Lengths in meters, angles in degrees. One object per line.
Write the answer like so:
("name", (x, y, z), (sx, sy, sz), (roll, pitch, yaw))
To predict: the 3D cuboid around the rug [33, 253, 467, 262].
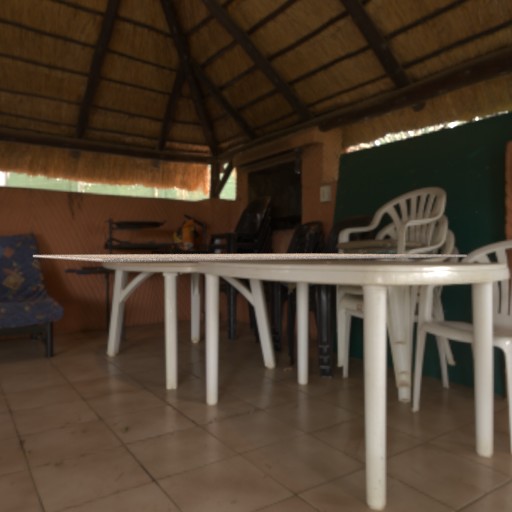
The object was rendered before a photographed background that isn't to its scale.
("rug", (0.000, 0.000, 2.930), (2.438, 0.015, 1.524), (0, 1, -35))
